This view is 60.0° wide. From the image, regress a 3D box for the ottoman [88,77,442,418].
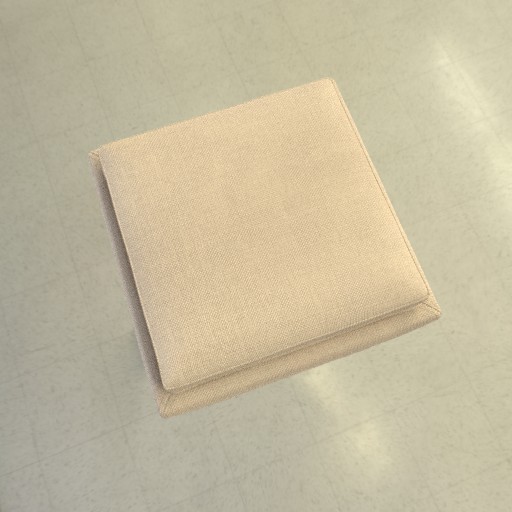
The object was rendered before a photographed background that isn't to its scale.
[{"bbox_3d":[0.000,0.000,0.833,0.451,0.460,0.450,-19,75,-5],"label":"ottoman"}]
